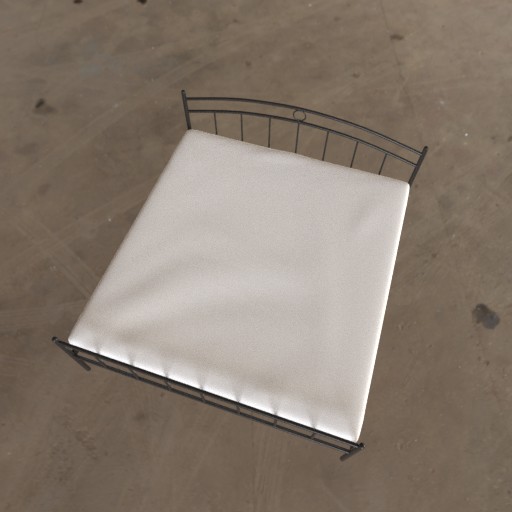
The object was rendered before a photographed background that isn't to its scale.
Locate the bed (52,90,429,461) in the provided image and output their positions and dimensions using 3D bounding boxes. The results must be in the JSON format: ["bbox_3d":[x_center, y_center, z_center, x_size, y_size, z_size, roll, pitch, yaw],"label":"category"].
[{"bbox_3d":[0.000,0.000,3.090,1.880,0.940,2.040,16,61,9],"label":"bed"}]
